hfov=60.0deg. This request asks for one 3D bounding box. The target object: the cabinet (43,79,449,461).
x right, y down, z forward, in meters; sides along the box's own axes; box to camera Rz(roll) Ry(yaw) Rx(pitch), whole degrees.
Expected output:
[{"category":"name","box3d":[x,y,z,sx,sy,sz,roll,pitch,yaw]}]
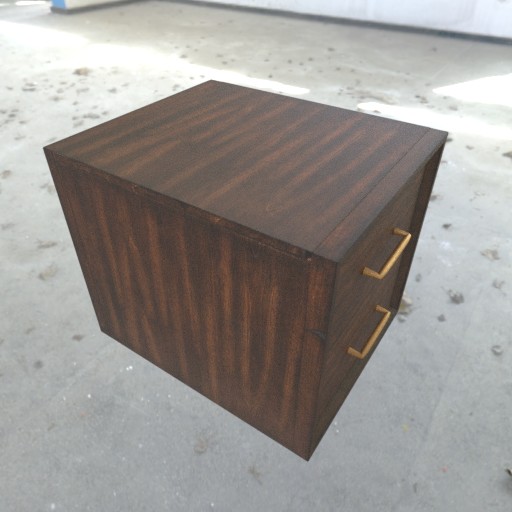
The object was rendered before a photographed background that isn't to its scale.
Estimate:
[{"category":"cabinet","box3d":[0.000,0.000,0.824,0.500,0.455,0.402,23,44,26]}]
